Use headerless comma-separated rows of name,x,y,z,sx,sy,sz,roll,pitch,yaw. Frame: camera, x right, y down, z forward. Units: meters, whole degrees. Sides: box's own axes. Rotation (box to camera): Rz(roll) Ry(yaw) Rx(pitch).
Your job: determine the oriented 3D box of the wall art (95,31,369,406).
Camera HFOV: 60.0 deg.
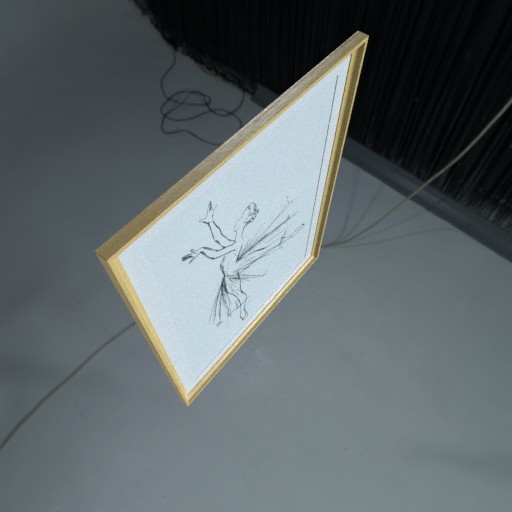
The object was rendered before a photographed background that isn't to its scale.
wall art,0.000,0.000,1.310,0.030,1.002,0.798,35,65,19
